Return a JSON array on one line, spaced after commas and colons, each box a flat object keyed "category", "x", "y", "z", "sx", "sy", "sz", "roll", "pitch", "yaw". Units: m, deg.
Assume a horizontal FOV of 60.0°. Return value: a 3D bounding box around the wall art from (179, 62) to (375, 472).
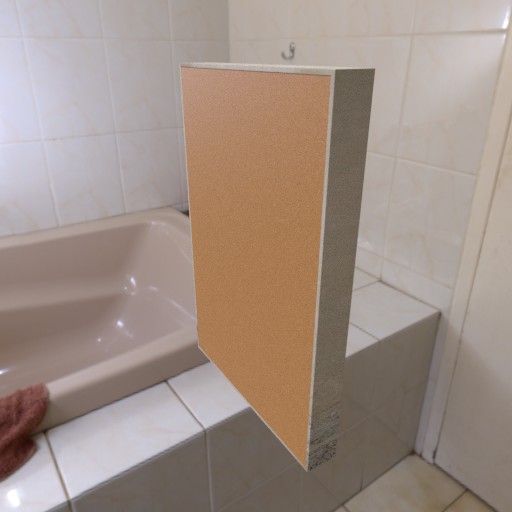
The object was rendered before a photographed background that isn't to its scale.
[{"category": "wall art", "x": 0.000, "y": 0.000, "z": 0.481, "sx": 0.038, "sy": 0.381, "sz": 0.254, "roll": -15, "pitch": 29, "yaw": -30}]
